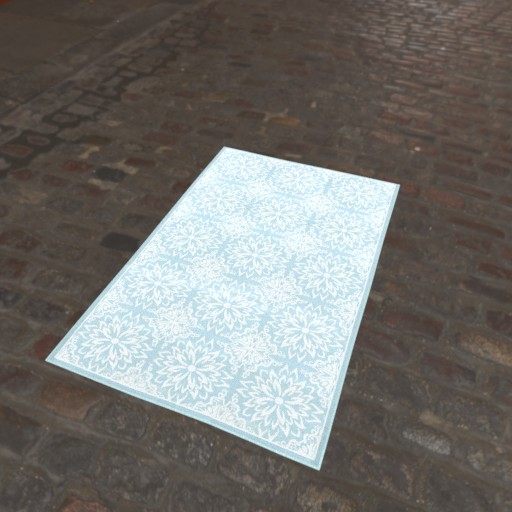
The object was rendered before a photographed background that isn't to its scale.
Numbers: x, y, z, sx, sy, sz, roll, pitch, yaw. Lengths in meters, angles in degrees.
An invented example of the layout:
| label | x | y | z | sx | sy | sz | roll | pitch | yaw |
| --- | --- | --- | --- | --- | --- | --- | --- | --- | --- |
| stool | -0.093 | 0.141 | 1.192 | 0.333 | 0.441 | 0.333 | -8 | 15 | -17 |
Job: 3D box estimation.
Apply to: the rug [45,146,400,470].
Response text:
| label | x | y | z | sx | sy | sz | roll | pitch | yaw |
| --- | --- | --- | --- | --- | --- | --- | --- | --- | --- |
| rug | 0.000 | 0.000 | 2.342 | 1.219 | 0.012 | 1.840 | 16 | 47 | 15 |
